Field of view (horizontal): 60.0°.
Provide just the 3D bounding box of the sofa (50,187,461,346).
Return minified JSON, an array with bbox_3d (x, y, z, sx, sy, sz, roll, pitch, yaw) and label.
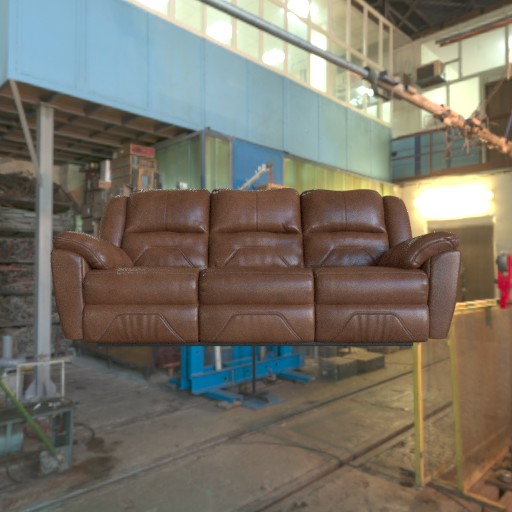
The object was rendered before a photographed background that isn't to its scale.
[{"bbox_3d":[0.000,0.000,2.939,2.337,1.043,0.991,0,-1,0],"label":"sofa"}]
